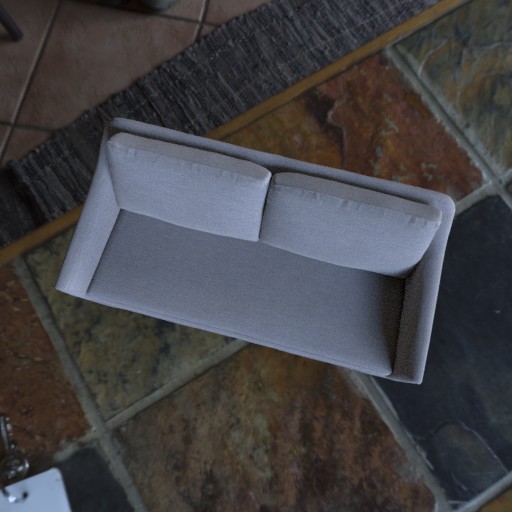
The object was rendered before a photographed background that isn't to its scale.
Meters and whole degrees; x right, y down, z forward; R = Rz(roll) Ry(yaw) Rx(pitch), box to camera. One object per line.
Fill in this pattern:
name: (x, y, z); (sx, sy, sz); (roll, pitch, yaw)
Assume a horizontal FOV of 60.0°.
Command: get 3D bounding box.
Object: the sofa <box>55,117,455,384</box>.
sofa: (0.000, 0.000, 2.604); (2.036, 0.913, 0.980); (14, 77, 3)
